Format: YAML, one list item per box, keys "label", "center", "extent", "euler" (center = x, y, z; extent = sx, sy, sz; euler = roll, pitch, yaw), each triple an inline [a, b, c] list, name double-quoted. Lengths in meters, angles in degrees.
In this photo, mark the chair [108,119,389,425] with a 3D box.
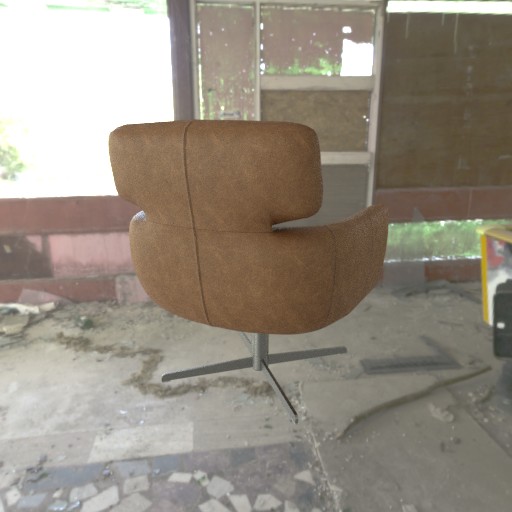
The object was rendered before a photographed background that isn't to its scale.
- label: "chair"
  center: [0.000, 0.000, 1.410]
  extent: [0.706, 0.812, 0.715]
  euler: [8, 17, 27]
